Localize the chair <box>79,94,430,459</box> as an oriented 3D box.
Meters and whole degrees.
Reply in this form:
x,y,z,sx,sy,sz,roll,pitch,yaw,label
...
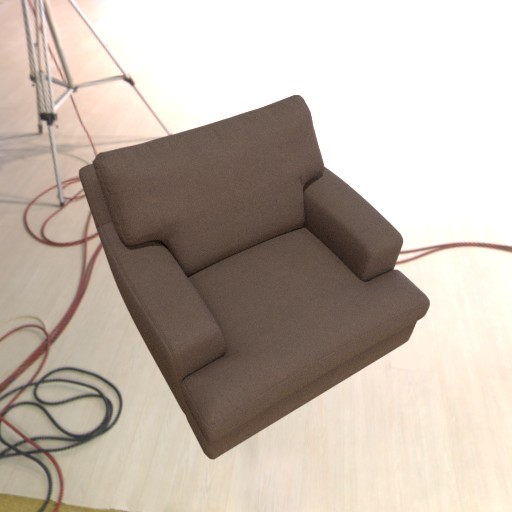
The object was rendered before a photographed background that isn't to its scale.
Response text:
x,y,z,sx,sy,sz,roll,pitch,yaw,label
0.000,0.000,1.979,1.168,0.940,1.143,-24,51,-21,chair
